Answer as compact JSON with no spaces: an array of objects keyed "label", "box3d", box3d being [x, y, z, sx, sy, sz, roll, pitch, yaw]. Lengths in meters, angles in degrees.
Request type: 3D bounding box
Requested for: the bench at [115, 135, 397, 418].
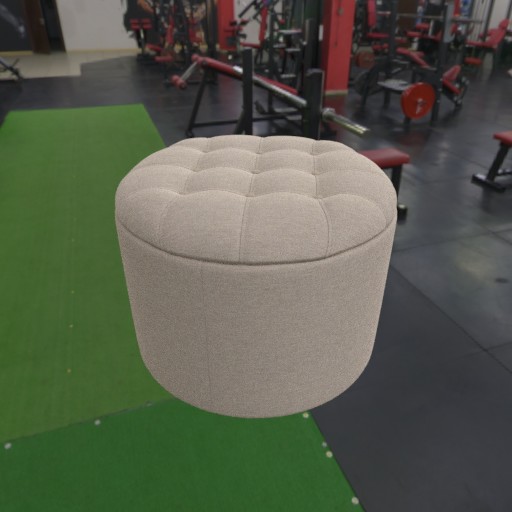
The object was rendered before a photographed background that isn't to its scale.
[{"label":"bench","box3d":[0.000,0.000,1.049,0.600,0.454,0.600,0,31,0]}]
